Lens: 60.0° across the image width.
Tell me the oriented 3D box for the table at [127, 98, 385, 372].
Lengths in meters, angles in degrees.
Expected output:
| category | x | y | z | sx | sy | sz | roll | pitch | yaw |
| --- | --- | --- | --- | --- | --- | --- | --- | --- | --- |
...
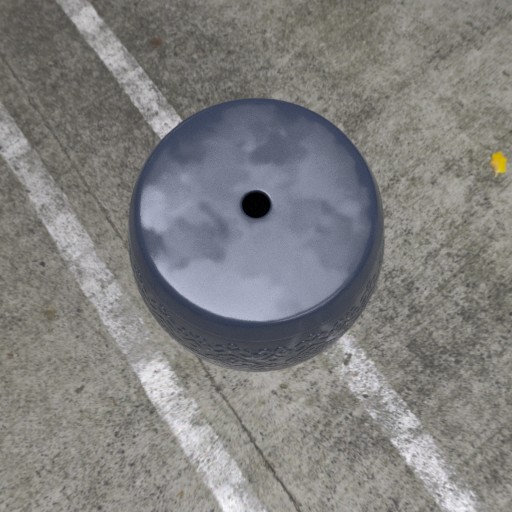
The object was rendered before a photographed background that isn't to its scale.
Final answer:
| category | x | y | z | sx | sy | sz | roll | pitch | yaw |
| --- | --- | --- | --- | --- | --- | --- | --- | --- | --- |
| table | 0.000 | 0.000 | 0.609 | 0.309 | 0.397 | 0.309 | 0 | 76 | 0 |
